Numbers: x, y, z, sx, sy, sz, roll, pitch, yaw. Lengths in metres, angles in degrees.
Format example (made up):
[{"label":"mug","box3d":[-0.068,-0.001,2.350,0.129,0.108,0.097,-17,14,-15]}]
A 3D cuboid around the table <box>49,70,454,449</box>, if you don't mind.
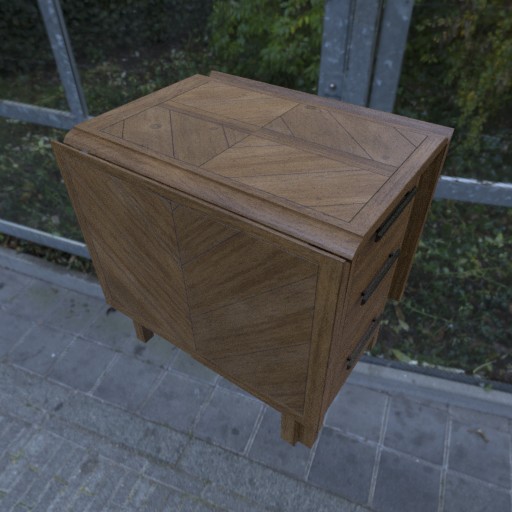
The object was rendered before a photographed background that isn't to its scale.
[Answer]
[{"label":"table","box3d":[0.000,0.000,1.279,0.746,0.763,0.591,24,46,26]}]
